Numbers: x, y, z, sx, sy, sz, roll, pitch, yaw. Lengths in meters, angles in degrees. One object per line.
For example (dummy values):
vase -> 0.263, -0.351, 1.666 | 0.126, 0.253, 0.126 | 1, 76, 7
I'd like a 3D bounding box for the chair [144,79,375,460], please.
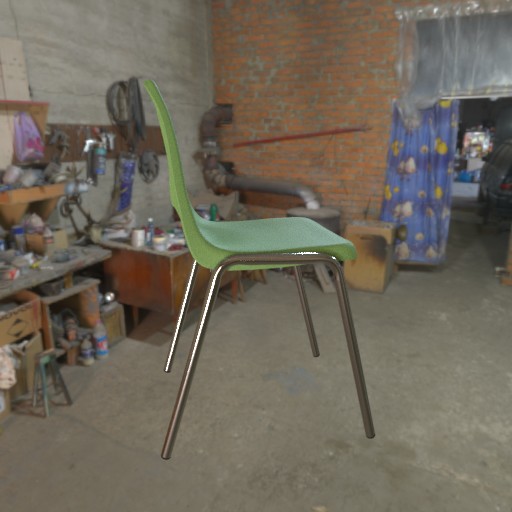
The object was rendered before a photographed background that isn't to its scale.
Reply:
chair -> 0.000, 0.000, 0.967 | 0.436, 0.704, 0.381 | -3, 15, -10
